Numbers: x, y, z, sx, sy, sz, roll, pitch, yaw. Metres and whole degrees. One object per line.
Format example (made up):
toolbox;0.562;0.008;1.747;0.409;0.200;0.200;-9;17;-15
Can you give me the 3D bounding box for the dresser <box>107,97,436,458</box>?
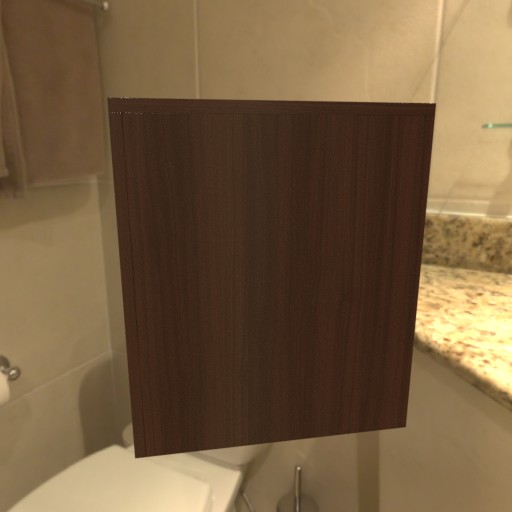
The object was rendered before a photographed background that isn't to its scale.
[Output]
dresser;0.000;0.000;0.756;0.400;0.470;0.360;-2;14;-10
